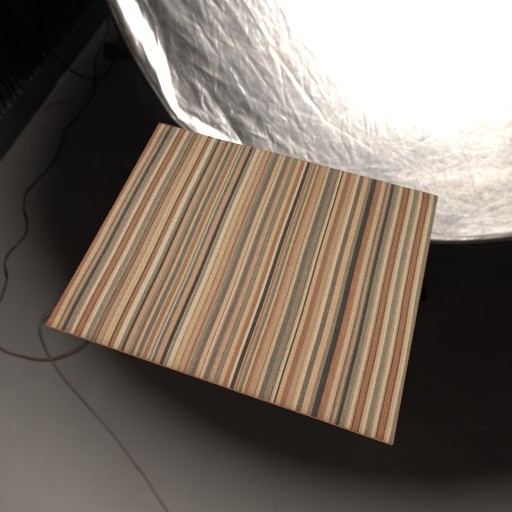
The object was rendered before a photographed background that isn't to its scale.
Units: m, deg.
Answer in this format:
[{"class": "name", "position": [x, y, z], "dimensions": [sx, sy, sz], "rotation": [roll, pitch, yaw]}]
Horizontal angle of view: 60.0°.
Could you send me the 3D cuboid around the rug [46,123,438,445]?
[{"class": "rug", "position": [0.000, 0.000, 4.148], "dimensions": [3.045, 0.011, 2.436], "rotation": [17, 65, 8]}]
